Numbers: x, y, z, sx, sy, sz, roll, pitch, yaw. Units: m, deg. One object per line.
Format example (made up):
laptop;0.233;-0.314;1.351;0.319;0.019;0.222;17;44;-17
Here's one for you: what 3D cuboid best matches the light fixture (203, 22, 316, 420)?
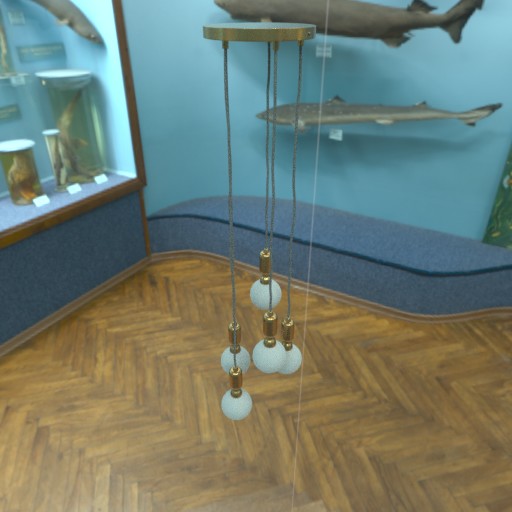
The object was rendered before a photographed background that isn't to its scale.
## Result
light fixture;0.000;0.000;0.494;0.105;0.457;0.108;18;35;28
